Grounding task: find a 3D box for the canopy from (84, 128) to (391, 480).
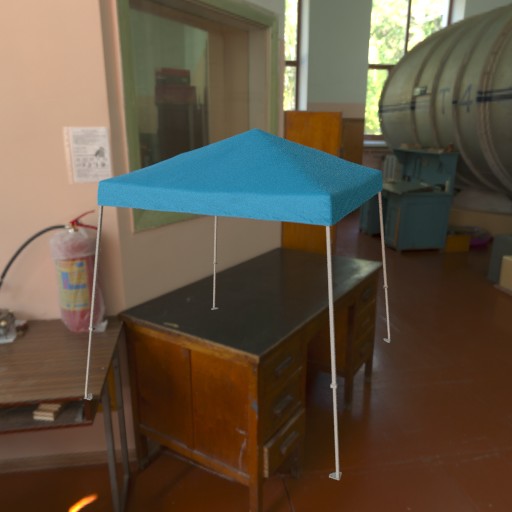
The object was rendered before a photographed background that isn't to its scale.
[{"bbox_3d":[0.000,0.000,5.153,2.848,2.849,2.849,7,17,24],"label":"canopy"}]
